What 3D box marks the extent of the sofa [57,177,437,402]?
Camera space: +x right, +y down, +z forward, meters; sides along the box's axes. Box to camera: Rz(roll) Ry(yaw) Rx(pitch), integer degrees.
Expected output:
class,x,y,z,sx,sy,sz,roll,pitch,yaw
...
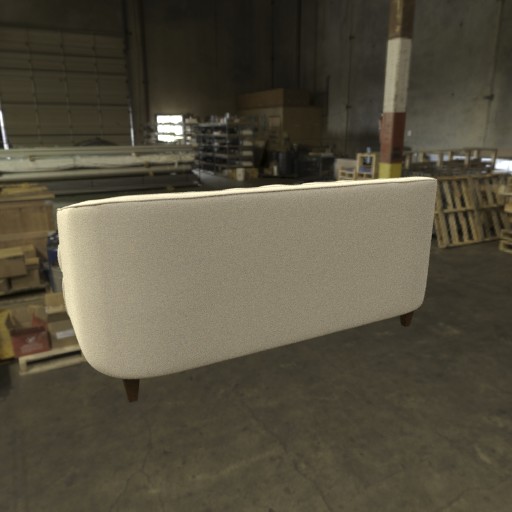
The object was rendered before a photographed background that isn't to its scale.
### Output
class,x,y,z,sx,sy,sz,roll,pitch,yaw
sofa,0.000,0.000,2.205,1.733,0.855,0.941,-8,18,-27
